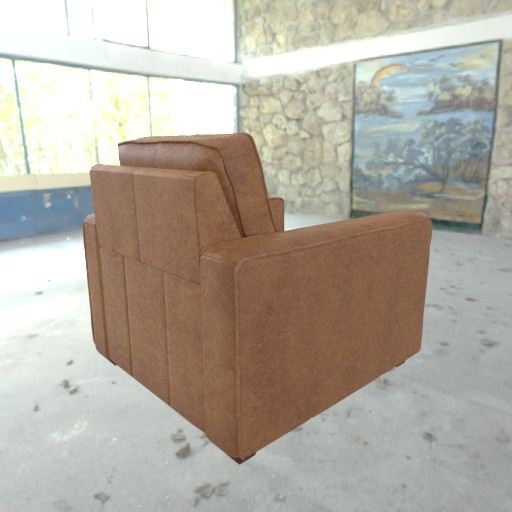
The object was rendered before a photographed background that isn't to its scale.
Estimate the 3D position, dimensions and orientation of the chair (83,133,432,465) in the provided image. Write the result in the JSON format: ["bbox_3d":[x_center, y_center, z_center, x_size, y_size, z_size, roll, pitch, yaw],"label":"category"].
[{"bbox_3d":[0.000,0.000,1.721,0.987,0.901,1.027,13,19,43],"label":"chair"}]
